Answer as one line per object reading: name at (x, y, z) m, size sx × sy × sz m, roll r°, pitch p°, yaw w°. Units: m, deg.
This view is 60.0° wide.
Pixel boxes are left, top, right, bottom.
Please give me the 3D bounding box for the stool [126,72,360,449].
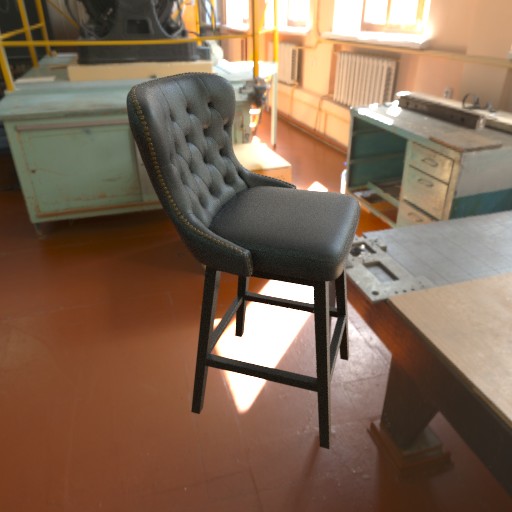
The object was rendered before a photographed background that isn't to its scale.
stool at (0.000, 0.000, 1.322) m, size 0.593 × 0.971 × 0.528 m, roll 9°, pitch 30°, yaw 16°
